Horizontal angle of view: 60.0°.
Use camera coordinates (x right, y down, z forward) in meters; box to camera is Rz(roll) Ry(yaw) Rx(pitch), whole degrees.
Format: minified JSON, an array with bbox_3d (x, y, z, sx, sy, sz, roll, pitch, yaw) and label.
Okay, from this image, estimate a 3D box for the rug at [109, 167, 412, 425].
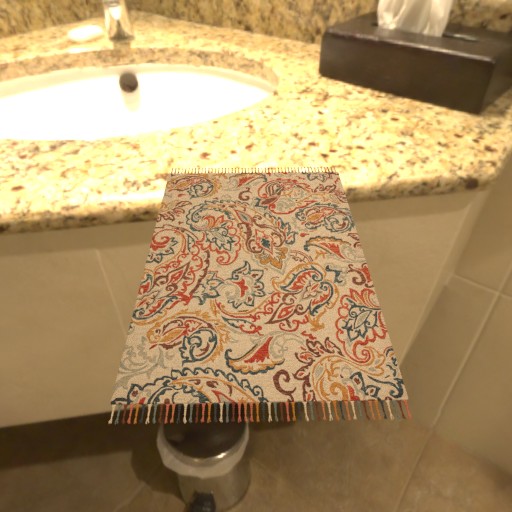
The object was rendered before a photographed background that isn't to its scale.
[{"bbox_3d":[0.000,0.000,2.496,1.218,0.010,1.997,-1,41,-1],"label":"rug"}]
